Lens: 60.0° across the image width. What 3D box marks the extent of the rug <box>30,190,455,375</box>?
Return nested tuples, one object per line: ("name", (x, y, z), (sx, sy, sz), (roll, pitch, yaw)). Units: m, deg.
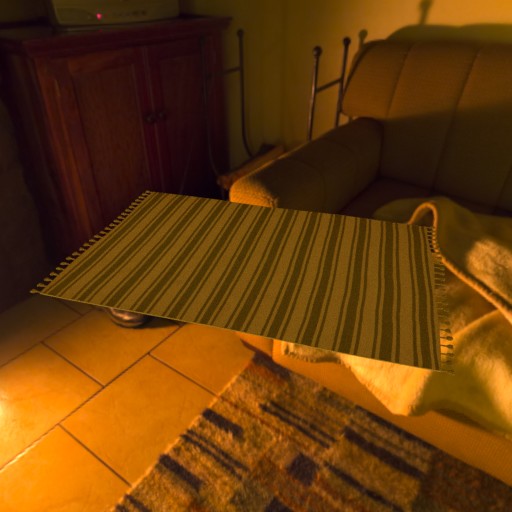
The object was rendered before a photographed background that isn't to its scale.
("rug", (0.000, 0.000, 2.313), (1.875, 0.013, 1.162), (9, 34, 13))
